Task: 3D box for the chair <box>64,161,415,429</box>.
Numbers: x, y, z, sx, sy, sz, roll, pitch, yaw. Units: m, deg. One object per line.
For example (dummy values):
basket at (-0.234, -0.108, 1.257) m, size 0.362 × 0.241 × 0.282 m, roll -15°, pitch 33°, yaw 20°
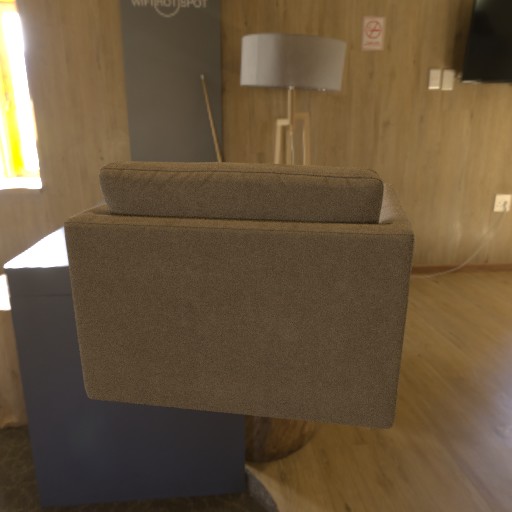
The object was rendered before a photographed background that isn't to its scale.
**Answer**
chair at (0.000, 0.000, 1.838) m, size 1.190 × 0.845 × 1.091 m, roll 3°, pitch 17°, yaw 9°
